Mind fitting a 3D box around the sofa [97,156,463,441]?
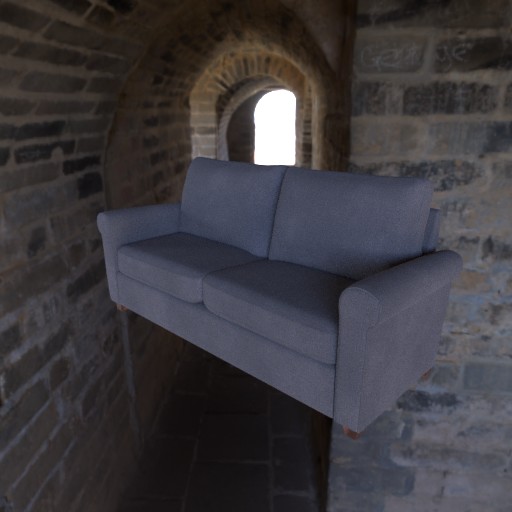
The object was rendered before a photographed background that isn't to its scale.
[{"bbox_3d":[0.000,0.000,2.412,1.935,0.942,0.842,16,23,41],"label":"sofa"}]
